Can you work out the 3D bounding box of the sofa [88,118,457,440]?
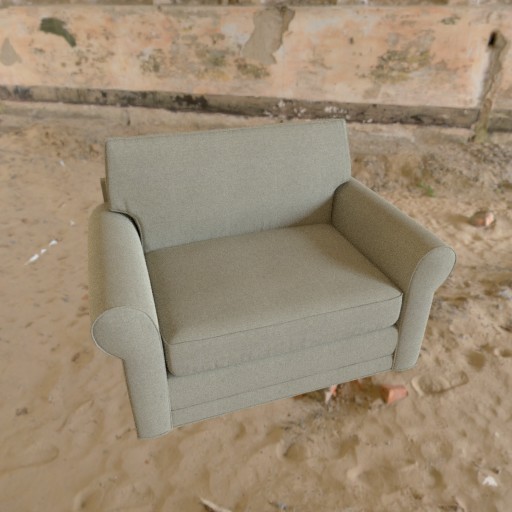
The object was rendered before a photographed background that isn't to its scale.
[{"bbox_3d":[0.000,0.000,1.998,1.405,0.991,0.936,-10,32,-16],"label":"sofa"}]
